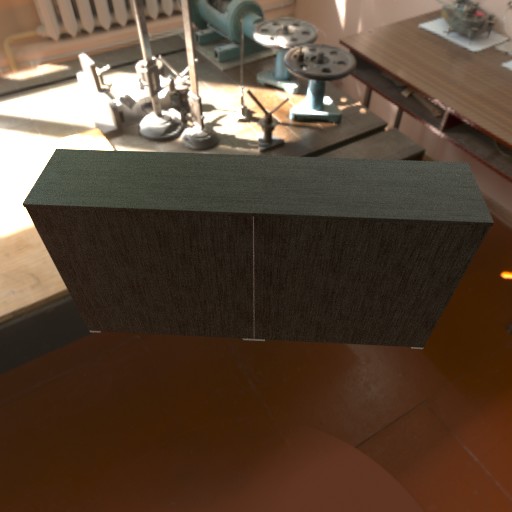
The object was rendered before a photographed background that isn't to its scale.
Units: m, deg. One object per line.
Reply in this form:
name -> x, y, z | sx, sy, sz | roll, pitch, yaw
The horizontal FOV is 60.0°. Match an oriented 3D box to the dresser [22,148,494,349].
dresser -> 0.000, 0.000, 1.844 | 1.535, 0.790, 0.333 | 3, 48, 2
